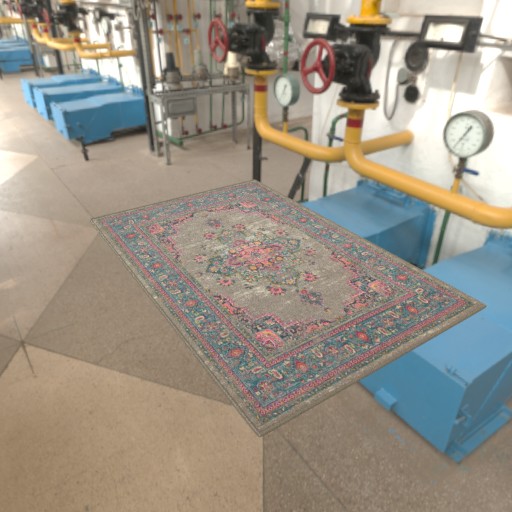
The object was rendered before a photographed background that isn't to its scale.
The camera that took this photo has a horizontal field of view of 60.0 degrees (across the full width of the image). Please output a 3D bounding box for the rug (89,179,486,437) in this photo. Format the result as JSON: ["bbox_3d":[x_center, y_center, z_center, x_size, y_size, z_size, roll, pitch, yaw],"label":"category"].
[{"bbox_3d":[0.000,0.000,2.189,1.144,0.014,1.748,-19,35,-29],"label":"rug"}]
